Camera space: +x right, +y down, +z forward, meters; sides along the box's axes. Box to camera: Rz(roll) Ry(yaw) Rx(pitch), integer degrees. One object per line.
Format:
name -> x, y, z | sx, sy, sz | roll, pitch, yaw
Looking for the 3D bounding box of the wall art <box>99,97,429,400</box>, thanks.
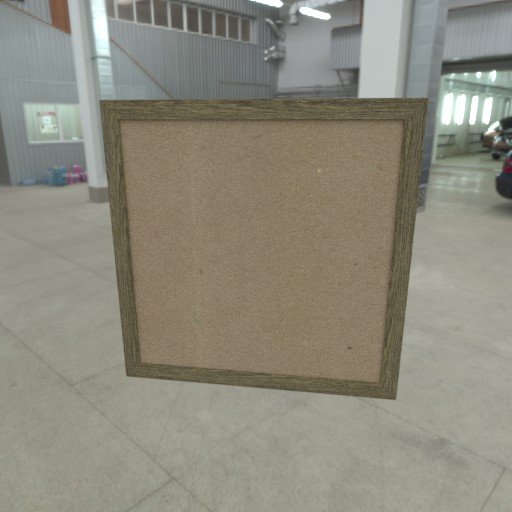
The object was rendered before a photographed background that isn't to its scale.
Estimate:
wall art -> 0.000, 0.000, 0.761 | 0.508, 0.508, 0.019 | 3, 17, 8
